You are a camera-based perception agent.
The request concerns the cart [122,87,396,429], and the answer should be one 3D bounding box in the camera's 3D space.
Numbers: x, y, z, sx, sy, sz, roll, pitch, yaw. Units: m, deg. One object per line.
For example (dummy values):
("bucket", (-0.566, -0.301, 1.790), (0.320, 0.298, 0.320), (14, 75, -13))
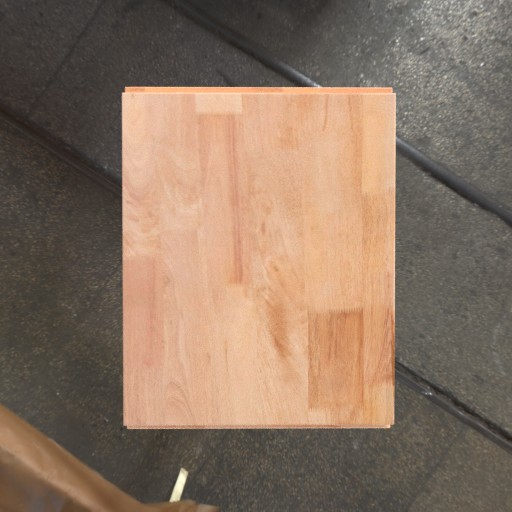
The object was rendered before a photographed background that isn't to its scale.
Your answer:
("cart", (0.000, 0.000, 1.228), (0.508, 0.838, 0.640), (0, 91, 0))
